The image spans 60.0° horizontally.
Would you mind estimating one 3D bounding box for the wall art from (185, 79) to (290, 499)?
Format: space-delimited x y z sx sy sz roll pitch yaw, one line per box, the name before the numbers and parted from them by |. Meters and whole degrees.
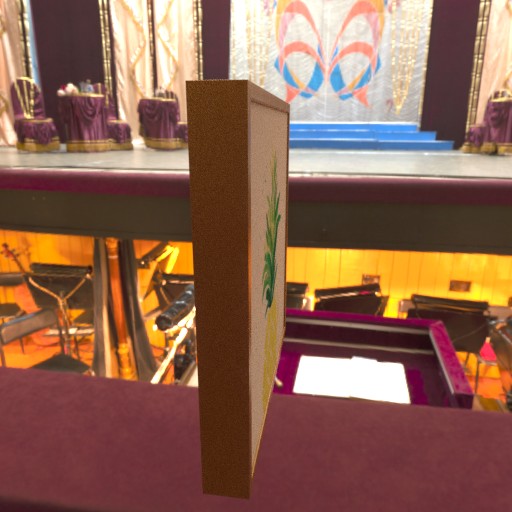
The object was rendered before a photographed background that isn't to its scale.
wall art | 0.000 0.000 0.449 0.038 0.305 0.306 3 16 9
